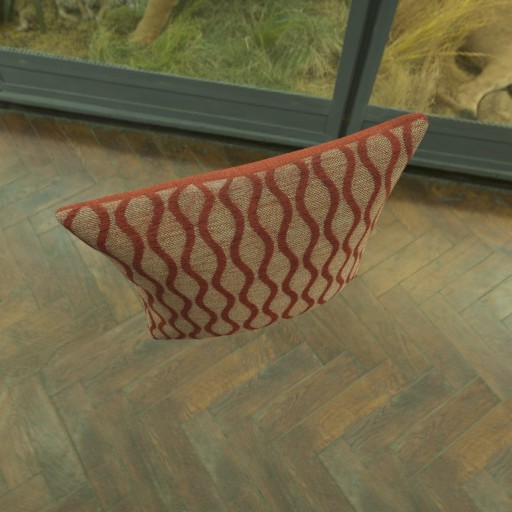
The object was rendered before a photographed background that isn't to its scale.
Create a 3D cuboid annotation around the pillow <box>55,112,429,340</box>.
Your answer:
[{"bbox_3d":[0.000,0.000,0.668,0.429,0.434,0.159,-17,64,-9],"label":"pillow"}]
